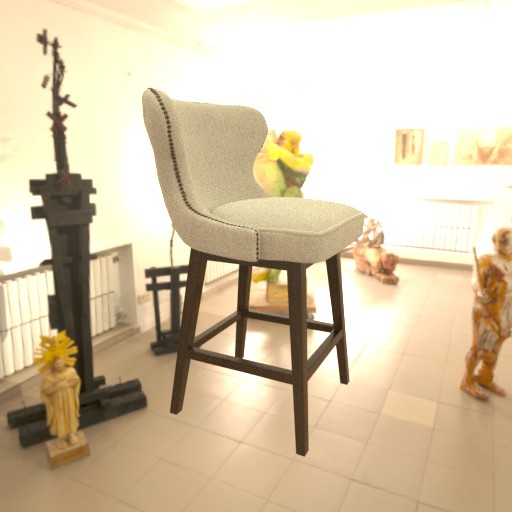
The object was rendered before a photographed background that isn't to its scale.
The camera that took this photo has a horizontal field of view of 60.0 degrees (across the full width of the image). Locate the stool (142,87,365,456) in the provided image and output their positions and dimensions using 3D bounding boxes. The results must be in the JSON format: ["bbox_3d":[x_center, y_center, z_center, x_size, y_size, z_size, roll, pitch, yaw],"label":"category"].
[{"bbox_3d":[0.000,0.000,1.405,0.597,0.972,0.615,7,15,26],"label":"stool"}]
